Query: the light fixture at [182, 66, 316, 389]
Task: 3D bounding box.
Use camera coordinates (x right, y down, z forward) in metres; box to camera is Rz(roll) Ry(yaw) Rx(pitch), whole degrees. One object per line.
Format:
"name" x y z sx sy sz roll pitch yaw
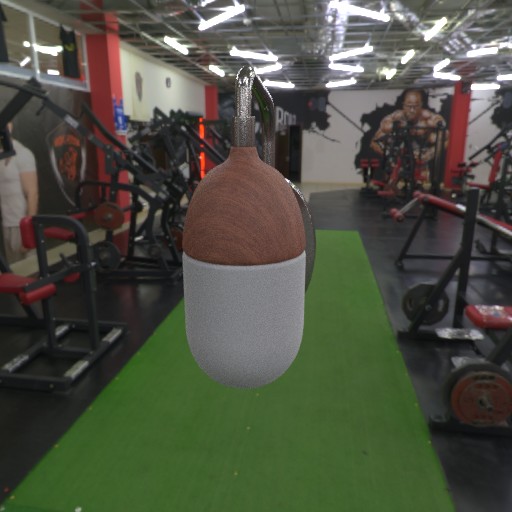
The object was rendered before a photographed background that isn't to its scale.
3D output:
"light fixture" 0.000 0.000 0.443 0.108 0.343 0.216 3 16 10
